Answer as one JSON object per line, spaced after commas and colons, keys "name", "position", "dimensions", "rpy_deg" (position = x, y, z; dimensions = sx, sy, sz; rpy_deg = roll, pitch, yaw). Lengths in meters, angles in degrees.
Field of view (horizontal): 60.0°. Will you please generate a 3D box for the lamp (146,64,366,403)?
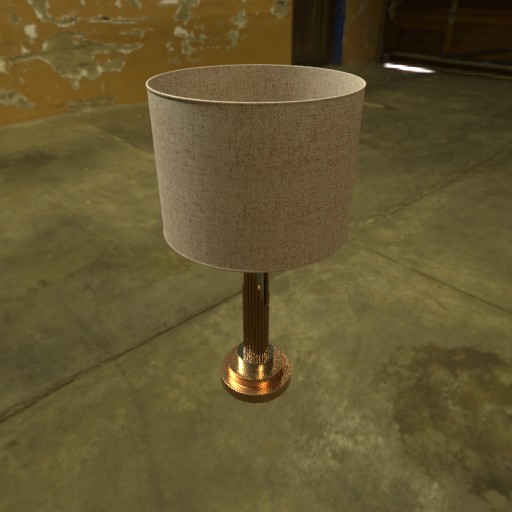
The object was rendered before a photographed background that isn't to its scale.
{"name": "lamp", "position": [0.000, 0.000, 0.815], "dimensions": [0.321, 0.610, 0.321], "rpy_deg": [1, 31, 2]}
